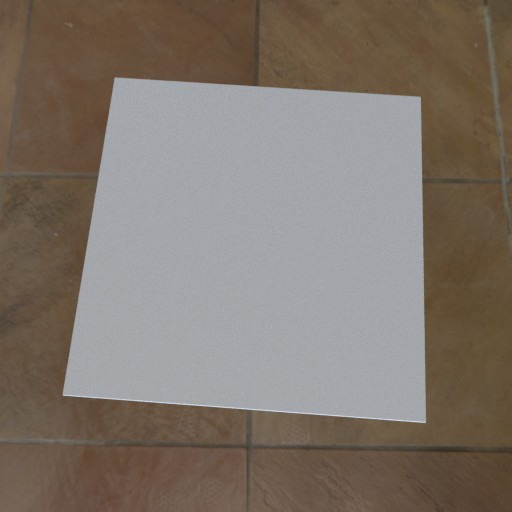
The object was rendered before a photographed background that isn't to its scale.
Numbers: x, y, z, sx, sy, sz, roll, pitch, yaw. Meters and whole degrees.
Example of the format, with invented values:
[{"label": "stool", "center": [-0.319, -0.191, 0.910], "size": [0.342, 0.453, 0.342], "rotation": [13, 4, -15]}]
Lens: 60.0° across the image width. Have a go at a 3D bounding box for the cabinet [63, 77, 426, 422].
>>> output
[{"label": "cabinet", "center": [0.000, 0.000, 1.287], "size": [0.800, 0.460, 0.800], "rotation": [4, 77, 1]}]
